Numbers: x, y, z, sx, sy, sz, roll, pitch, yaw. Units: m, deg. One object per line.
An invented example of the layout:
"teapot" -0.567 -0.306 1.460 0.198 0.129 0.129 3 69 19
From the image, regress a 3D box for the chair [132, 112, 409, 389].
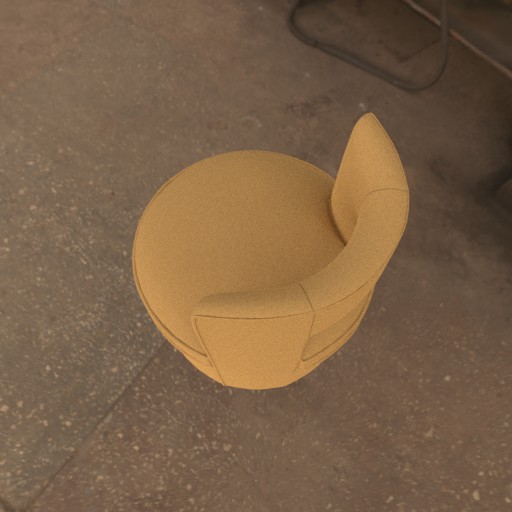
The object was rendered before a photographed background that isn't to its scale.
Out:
"chair" 0.000 0.000 1.231 0.665 0.723 0.650 34 68 16
